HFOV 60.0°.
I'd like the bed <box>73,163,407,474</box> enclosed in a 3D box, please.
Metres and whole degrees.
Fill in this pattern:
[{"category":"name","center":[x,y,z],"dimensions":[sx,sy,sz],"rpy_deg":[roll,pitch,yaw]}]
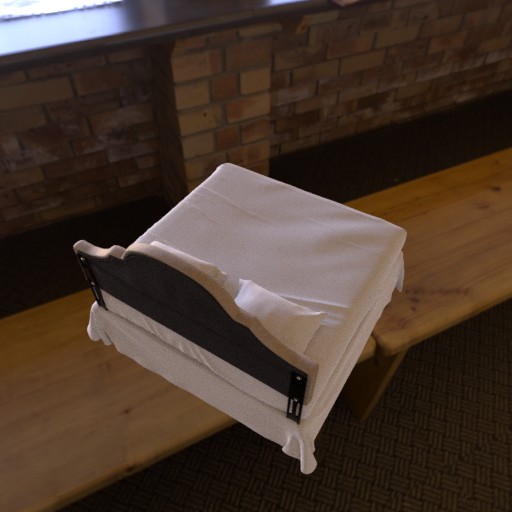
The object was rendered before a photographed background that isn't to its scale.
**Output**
[{"category":"bed","center":[0.000,0.000,3.739],"dimensions":[2.303,1.631,2.222],"rpy_deg":[25,52,21]}]
